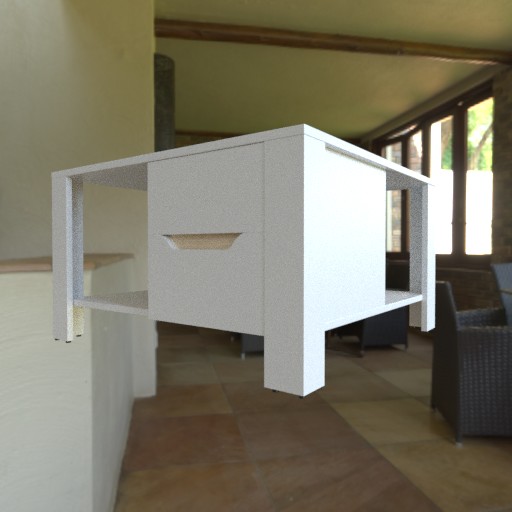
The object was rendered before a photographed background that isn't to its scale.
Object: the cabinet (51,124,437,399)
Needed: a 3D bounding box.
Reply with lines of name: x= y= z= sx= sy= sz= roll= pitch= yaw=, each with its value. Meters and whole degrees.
cabinet: x=0.000 y=0.000 z=1.296 sx=0.800 sy=0.460 sz=0.800 roll=1 pitch=1 yaw=37
